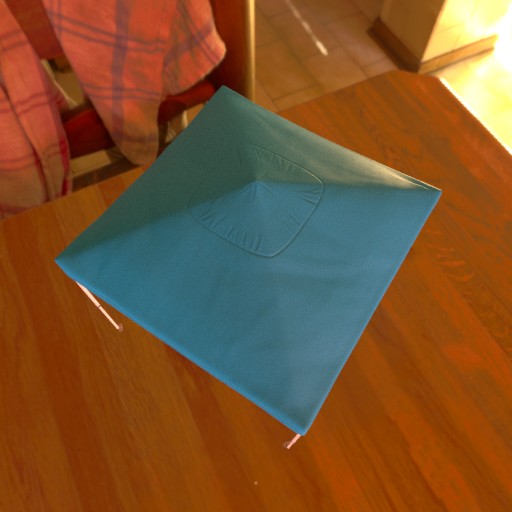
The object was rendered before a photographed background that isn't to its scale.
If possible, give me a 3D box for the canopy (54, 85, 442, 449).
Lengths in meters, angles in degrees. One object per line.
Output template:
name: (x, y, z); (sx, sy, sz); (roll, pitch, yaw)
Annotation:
canopy: (0.000, 0.000, 5.355); (2.998, 2.997, 2.996); (30, 67, 15)
